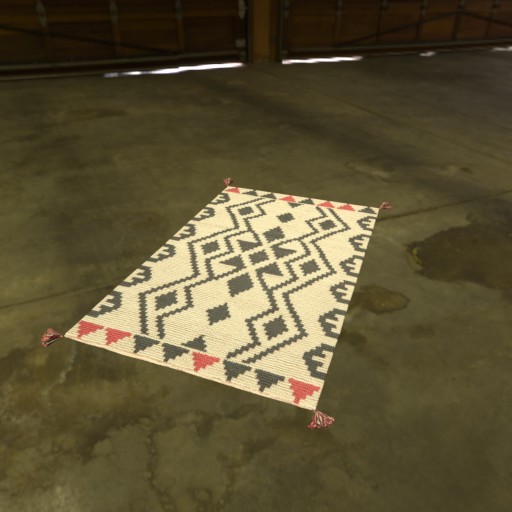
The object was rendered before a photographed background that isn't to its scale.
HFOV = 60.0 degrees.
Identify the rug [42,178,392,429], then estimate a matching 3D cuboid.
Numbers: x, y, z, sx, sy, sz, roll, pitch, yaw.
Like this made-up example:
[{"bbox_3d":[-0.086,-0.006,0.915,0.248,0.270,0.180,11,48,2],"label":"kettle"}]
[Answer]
[{"bbox_3d":[0.000,0.000,3.347,1.741,0.066,2.672,11,33,17],"label":"rug"}]
